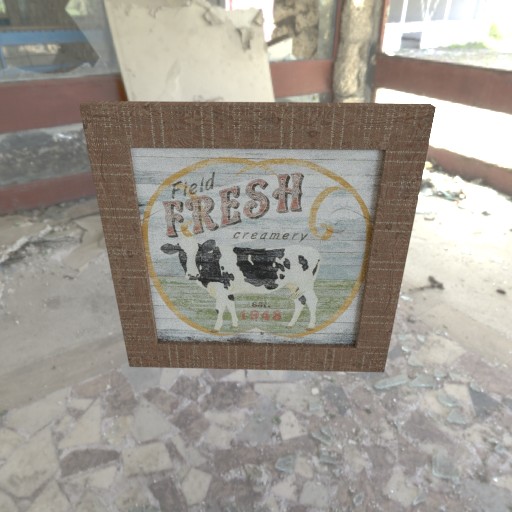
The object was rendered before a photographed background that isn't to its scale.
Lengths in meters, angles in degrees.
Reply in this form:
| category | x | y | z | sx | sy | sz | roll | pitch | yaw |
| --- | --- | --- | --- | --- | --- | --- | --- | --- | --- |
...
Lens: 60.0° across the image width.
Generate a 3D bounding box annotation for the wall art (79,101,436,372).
| category | x | y | z | sx | sy | sz | roll | pitch | yaw |
| --- | --- | --- | --- | --- | --- | --- | --- | --- | --- |
| wall art | 0.000 | 0.000 | 0.803 | 0.531 | 0.531 | 0.029 | 1 | 30 | 2 |
